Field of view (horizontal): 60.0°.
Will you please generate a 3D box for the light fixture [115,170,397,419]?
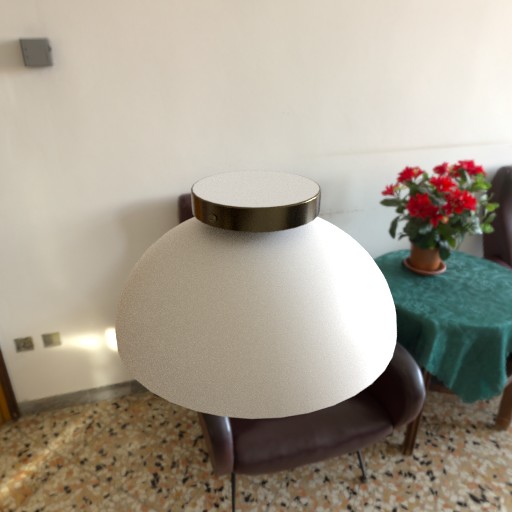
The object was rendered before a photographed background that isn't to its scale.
[{"bbox_3d":[0.000,0.000,0.546,0.355,0.177,0.355,0,25,0],"label":"light fixture"}]
